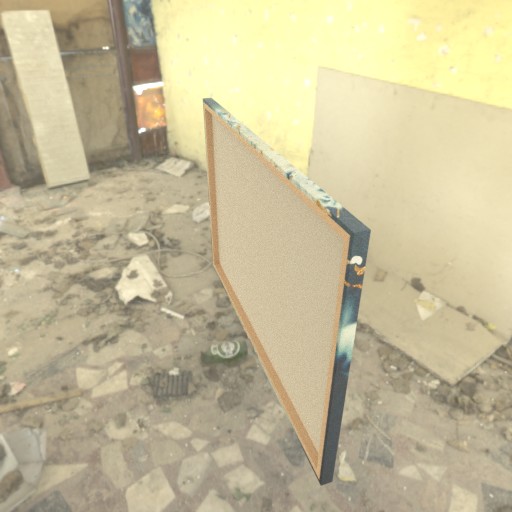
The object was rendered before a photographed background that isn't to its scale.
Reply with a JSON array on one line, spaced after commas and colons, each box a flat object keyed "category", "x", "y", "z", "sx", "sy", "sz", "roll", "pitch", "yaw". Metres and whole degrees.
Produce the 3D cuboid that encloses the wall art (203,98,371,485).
[{"category": "wall art", "x": 0.000, "y": 0.000, "z": 1.436, "sx": 0.035, "sy": 0.759, "sz": 1.138, "roll": -10, "pitch": 33, "yaw": -16}]
